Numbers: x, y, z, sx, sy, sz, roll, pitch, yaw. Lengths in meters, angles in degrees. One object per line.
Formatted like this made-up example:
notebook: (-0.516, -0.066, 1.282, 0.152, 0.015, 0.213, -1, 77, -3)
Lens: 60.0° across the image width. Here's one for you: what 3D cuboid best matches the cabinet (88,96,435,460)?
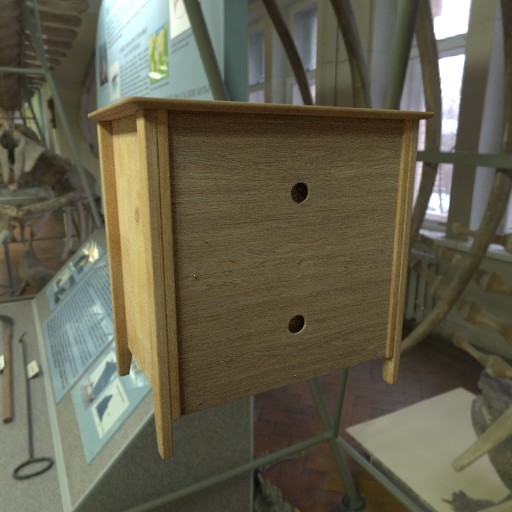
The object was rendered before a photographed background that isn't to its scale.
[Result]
cabinet: (0.000, 0.000, 1.241, 0.763, 0.762, 0.503, -7, 15, -27)
